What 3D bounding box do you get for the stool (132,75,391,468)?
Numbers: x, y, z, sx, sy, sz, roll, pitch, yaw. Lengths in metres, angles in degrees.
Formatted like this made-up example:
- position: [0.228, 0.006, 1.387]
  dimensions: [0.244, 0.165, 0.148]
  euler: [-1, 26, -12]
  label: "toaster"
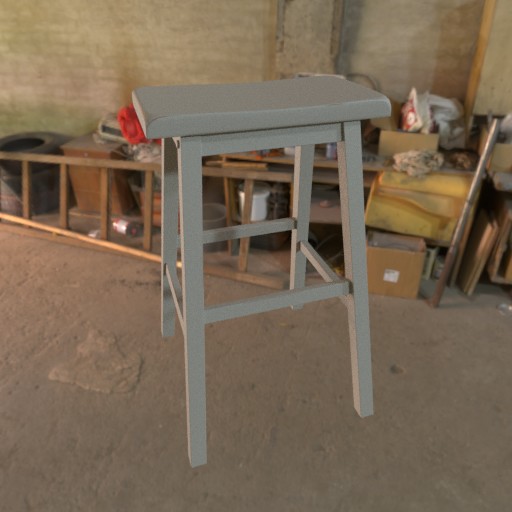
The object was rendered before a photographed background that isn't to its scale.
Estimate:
- position: [0.000, 0.000, 1.038]
  dimensions: [0.457, 0.737, 0.476]
  euler: [-10, 33, -15]
  label: "stool"
